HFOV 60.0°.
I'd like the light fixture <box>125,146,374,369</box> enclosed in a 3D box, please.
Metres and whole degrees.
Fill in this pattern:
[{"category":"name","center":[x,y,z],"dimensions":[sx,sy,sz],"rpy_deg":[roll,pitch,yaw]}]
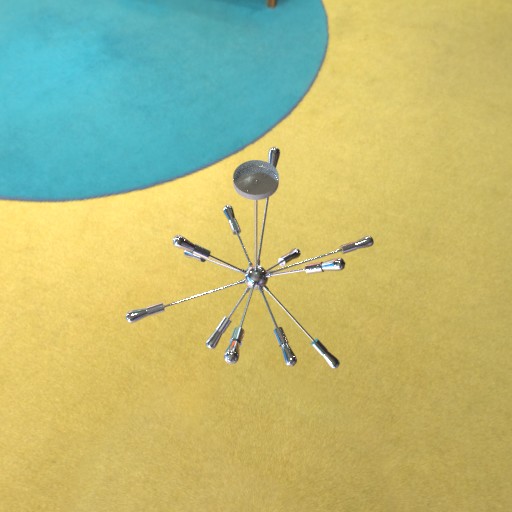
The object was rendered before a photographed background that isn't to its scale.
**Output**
[{"category":"light fixture","center":[0.000,0.000,1.064],"dimensions":[0.684,0.558,0.509],"rpy_deg":[-17,60,-10]}]
